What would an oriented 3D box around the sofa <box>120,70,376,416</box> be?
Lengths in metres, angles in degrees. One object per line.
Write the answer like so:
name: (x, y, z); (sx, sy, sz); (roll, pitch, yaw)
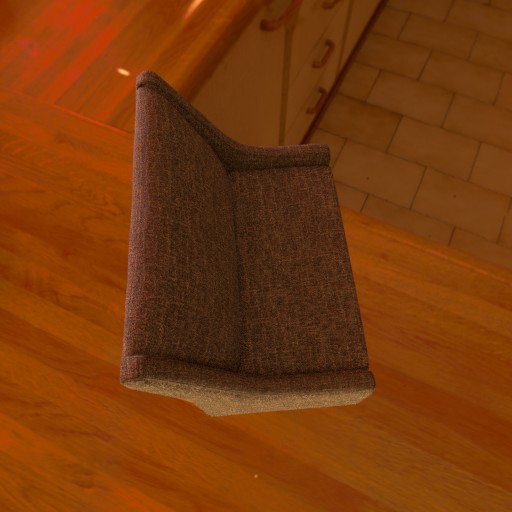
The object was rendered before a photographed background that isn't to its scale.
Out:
sofa: (0.000, 0.000, 1.943); (0.870, 1.021, 1.242); (-4, 64, -2)
